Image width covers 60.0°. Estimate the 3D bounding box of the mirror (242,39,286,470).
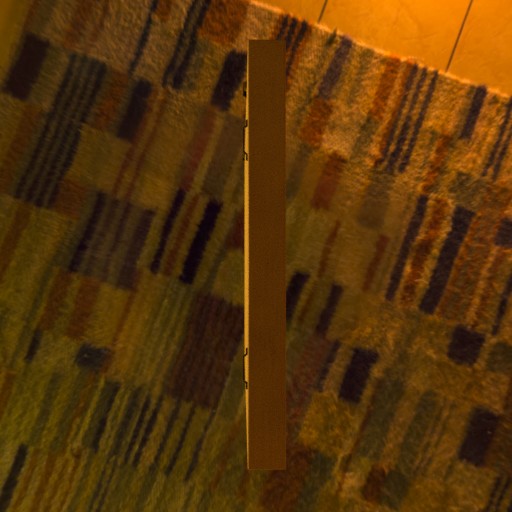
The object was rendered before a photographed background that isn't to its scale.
[{"bbox_3d":[0.000,0.000,0.672,0.041,0.509,0.406,0,90,-2],"label":"mirror"}]
